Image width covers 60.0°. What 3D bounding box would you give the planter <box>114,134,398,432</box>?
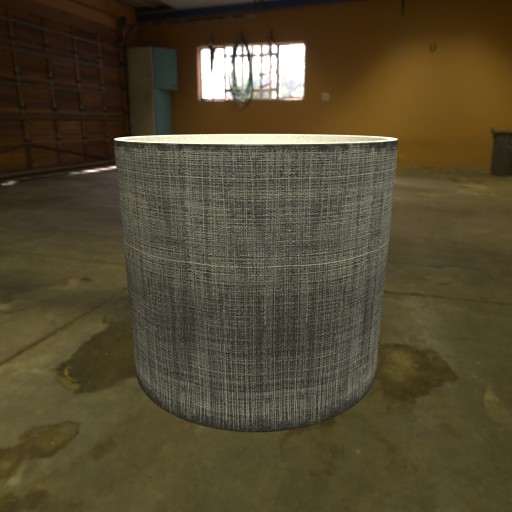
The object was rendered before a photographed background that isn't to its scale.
[{"bbox_3d":[0.000,0.000,0.389,0.221,0.201,0.221,0,17,0],"label":"planter"}]
